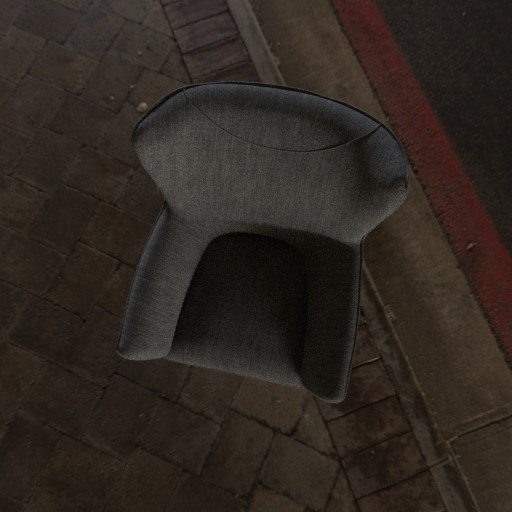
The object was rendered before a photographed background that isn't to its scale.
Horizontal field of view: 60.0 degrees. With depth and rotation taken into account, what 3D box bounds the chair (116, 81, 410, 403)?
[{"bbox_3d":[0.000,0.000,1.618,0.781,0.933,0.888,11,77,3],"label":"chair"}]
